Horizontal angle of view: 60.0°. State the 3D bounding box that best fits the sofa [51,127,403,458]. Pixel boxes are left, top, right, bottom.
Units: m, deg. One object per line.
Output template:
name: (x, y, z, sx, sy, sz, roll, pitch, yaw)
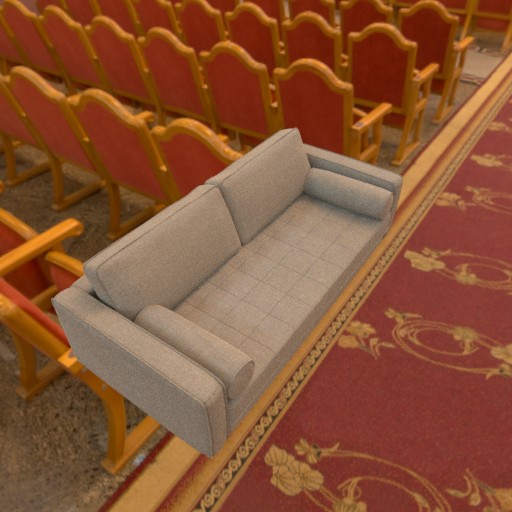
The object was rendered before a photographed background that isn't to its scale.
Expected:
sofa: (0.000, 0.000, 2.413, 0.914, 0.762, 1.879, 25, 47, 26)
